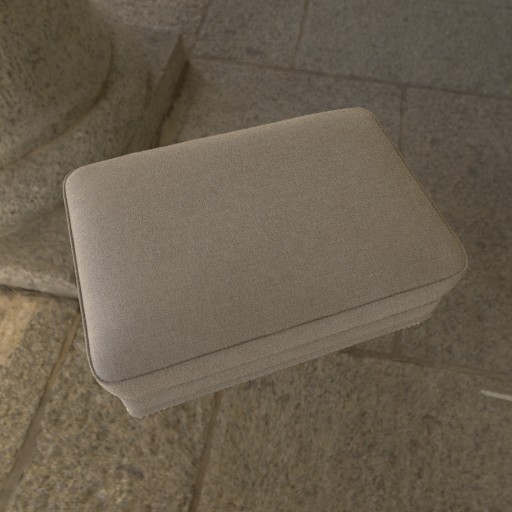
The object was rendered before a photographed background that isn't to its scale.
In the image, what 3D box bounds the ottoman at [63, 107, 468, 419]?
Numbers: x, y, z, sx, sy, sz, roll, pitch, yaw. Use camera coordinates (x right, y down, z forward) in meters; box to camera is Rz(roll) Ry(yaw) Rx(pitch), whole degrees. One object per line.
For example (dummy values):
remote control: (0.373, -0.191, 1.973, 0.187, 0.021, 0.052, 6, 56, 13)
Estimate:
ottoman: (0.000, 0.000, 1.136, 0.813, 0.458, 0.559, -16, 61, -9)
